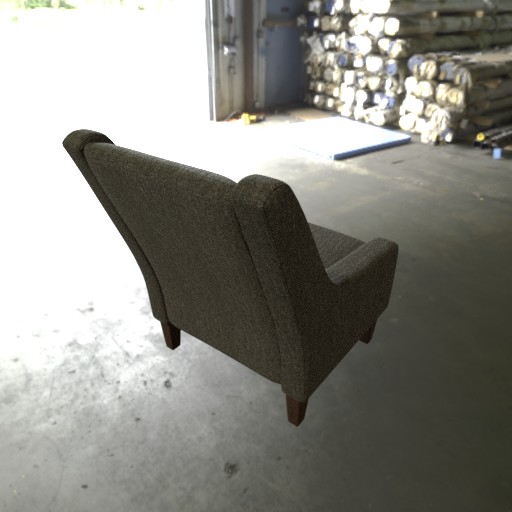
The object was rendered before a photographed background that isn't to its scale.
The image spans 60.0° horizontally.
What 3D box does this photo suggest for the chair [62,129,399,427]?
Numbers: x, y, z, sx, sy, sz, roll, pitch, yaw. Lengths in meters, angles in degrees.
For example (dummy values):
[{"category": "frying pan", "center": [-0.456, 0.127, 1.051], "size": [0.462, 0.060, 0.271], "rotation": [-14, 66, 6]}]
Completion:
[{"category": "chair", "center": [0.000, 0.000, 1.696], "size": [0.793, 1.012, 0.944], "rotation": [21, 36, 32]}]
